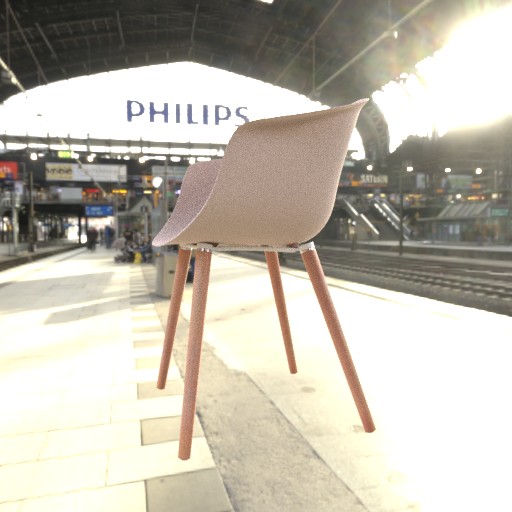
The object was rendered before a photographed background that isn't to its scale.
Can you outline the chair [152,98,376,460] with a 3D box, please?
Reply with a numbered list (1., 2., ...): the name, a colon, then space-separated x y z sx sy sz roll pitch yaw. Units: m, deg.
1. chair: 0.000 0.000 1.122 0.504 0.781 0.593 -1 3 -18
